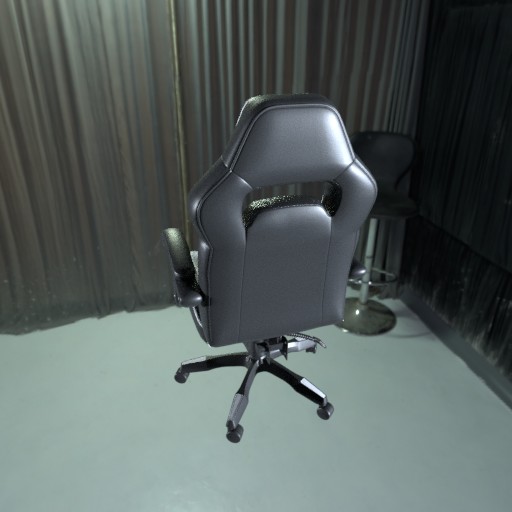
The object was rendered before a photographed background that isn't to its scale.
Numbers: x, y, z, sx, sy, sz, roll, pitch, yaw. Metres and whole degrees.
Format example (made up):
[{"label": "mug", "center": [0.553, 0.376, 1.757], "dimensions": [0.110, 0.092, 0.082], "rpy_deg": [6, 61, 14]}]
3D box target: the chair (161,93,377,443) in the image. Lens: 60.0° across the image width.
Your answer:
[{"label": "chair", "center": [0.000, 0.000, 1.655], "dimensions": [0.676, 1.200, 0.700], "rpy_deg": [-8, 28, -16]}]
